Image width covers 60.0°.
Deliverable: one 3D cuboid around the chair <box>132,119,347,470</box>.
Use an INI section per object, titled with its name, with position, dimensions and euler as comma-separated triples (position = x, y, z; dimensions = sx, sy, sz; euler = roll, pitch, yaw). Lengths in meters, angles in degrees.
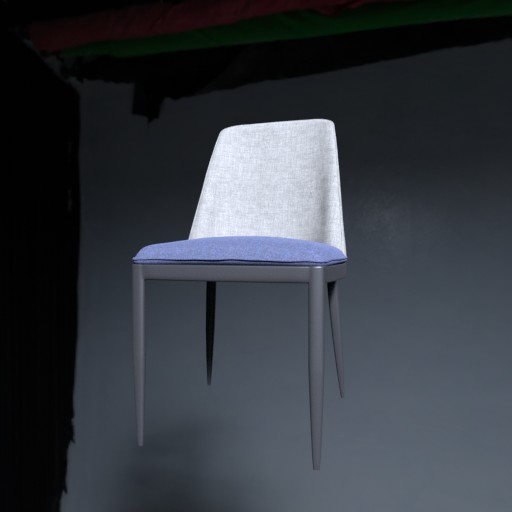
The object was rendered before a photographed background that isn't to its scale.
[chair]
position = 0.000, 0.000, 1.190
dimensions = 0.488, 0.855, 0.550
euler = 0, 1, 16
